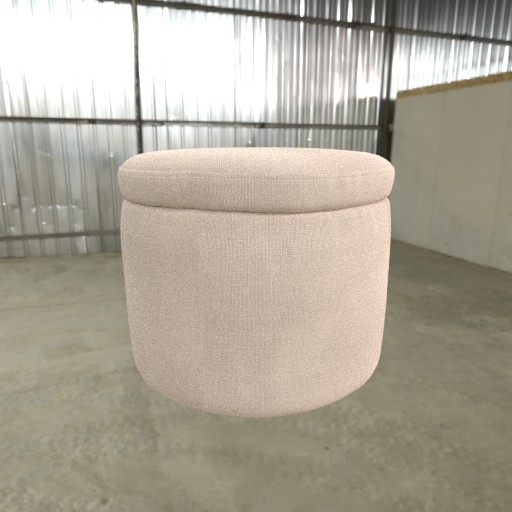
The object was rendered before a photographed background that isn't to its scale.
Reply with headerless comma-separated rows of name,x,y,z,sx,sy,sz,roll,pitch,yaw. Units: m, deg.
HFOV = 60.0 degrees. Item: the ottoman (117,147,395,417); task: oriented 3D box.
ottoman,0.000,0.000,0.862,0.497,0.409,0.497,0,14,0
